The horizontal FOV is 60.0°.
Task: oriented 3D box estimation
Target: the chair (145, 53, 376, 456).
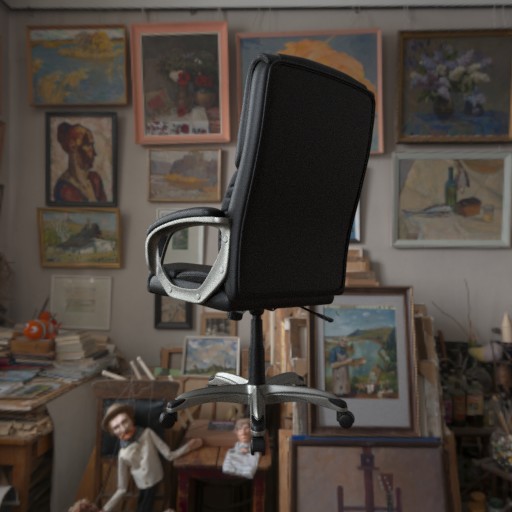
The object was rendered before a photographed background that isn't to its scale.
[{"bbox_3d":[0.000,0.000,1.604,0.663,1.155,0.739,1,-1,-36],"label":"chair"}]
